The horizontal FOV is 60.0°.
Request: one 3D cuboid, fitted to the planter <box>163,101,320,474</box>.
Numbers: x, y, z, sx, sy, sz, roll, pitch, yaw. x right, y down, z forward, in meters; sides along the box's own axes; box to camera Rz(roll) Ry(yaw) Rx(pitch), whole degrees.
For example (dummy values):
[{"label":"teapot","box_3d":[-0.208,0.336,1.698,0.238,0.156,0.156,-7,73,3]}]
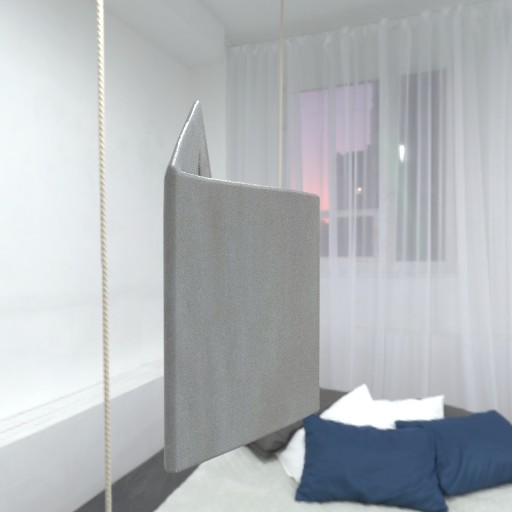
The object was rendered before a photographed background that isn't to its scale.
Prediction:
[{"label":"planter","box_3d":[0.000,0.000,0.278,0.080,0.194,0.163,0,1,2]}]
